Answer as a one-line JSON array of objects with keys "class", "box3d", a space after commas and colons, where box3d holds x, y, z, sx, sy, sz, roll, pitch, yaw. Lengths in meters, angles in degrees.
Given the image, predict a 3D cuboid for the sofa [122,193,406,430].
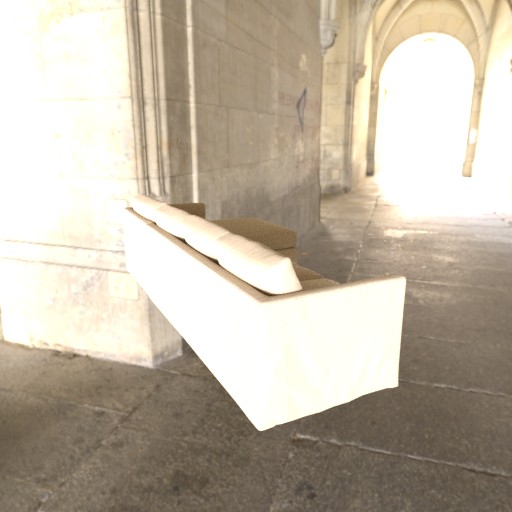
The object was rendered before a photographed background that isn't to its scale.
[{"class": "sofa", "box3d": [0.000, 0.000, 3.822, 1.622, 0.871, 3.206, -8, 17, -26]}]
